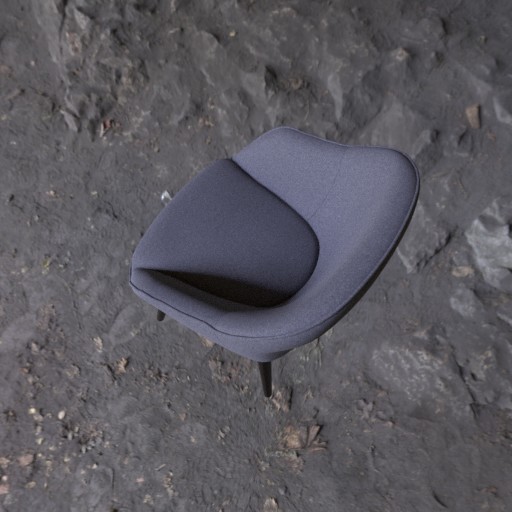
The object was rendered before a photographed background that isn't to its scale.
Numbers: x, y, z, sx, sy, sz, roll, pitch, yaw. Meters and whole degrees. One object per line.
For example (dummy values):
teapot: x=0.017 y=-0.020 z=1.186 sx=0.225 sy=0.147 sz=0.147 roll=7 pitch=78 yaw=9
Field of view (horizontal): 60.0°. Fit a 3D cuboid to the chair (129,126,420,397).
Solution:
chair: x=0.000 y=0.000 z=1.222 sx=0.611 sy=0.810 sz=0.589 roll=32 pitch=68 yaw=14
